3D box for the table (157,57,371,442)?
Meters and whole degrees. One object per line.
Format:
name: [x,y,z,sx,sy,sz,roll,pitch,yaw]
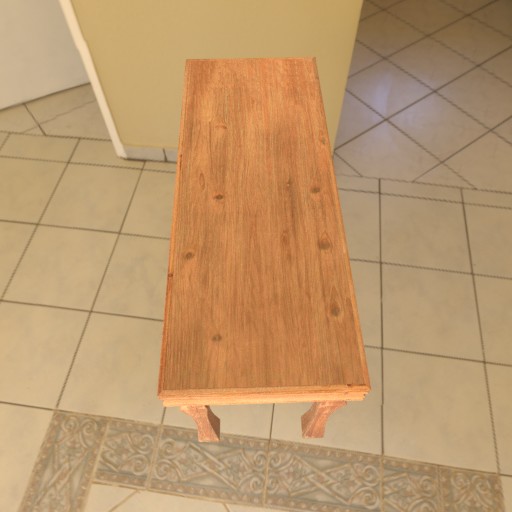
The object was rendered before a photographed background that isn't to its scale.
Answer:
table: [0.000,0.000,1.794,0.522,0.873,1.330,-2,58,-1]
